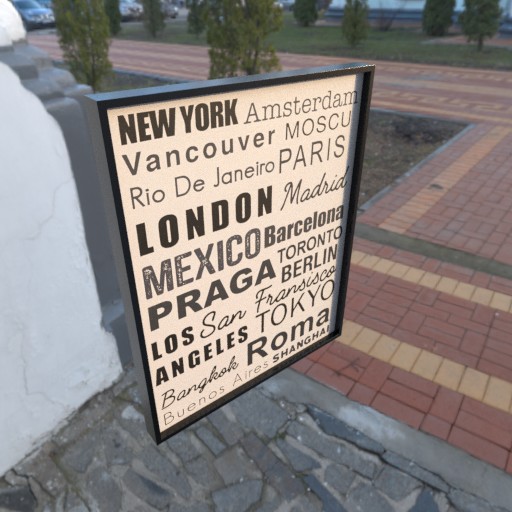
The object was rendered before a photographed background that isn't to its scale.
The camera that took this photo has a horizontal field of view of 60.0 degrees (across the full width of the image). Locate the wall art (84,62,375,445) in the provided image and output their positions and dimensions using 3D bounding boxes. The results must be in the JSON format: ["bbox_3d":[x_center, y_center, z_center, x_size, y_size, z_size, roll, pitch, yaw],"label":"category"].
[{"bbox_3d":[0.000,0.000,0.728,0.448,0.551,0.038,-22,37,-32],"label":"wall art"}]
